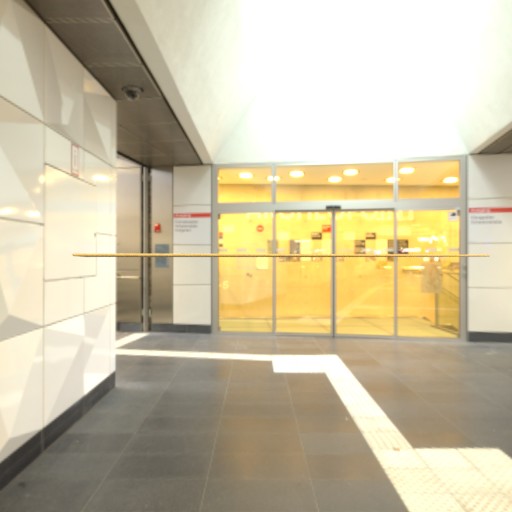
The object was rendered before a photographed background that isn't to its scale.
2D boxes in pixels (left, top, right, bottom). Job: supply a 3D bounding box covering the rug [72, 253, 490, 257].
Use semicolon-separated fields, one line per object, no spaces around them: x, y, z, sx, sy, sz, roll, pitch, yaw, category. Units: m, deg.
0.000;0.000;4.128;3.046;0.015;2.446;0;0;-20;rug
